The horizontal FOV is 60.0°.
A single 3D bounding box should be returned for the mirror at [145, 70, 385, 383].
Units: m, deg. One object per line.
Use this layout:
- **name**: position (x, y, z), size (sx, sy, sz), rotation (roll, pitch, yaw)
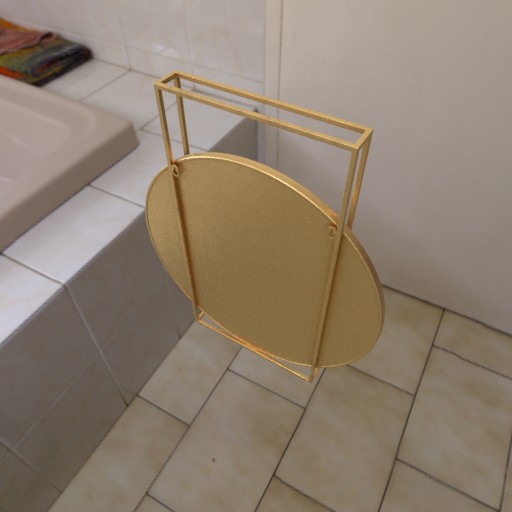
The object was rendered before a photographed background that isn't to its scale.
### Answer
- **mirror**: position (0.000, 0.000, 0.818), size (0.508, 0.603, 0.051), rotation (24, 52, 21)
